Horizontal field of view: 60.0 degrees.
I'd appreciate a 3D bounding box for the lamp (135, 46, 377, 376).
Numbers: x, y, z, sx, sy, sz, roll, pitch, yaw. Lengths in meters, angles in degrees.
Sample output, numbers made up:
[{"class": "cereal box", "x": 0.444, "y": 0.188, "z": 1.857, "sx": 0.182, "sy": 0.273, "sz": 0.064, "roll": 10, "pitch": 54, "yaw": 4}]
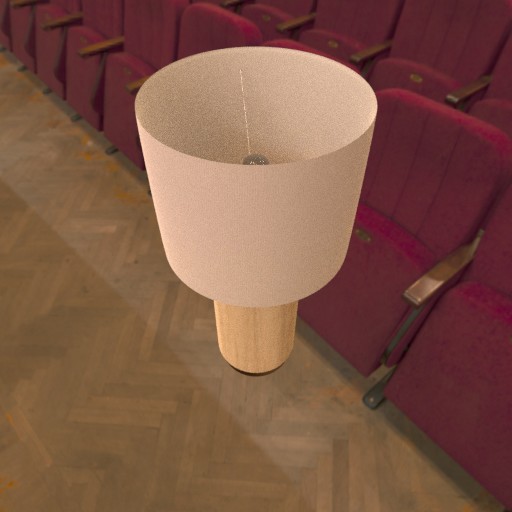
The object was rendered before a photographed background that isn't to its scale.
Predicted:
[{"class": "lamp", "x": 0.000, "y": 0.000, "z": 0.581, "sx": 0.228, "sy": 0.444, "sz": 0.228, "roll": -31, "pitch": 54, "yaw": -26}]
